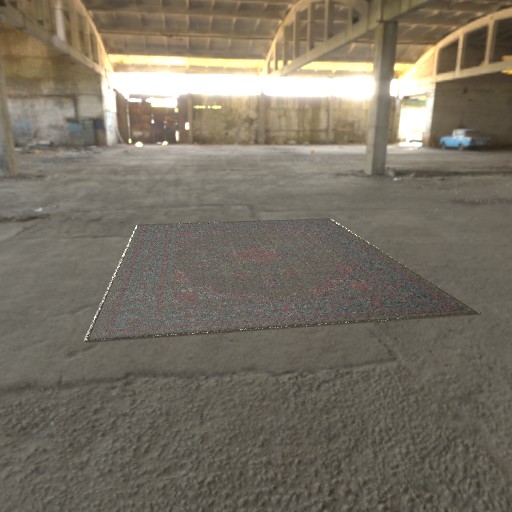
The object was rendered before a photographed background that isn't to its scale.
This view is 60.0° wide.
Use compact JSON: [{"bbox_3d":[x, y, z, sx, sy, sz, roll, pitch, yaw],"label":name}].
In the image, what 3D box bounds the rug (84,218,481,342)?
[{"bbox_3d":[0.000,0.000,4.088,2.434,0.013,3.057,-3,17,-9],"label":"rug"}]
